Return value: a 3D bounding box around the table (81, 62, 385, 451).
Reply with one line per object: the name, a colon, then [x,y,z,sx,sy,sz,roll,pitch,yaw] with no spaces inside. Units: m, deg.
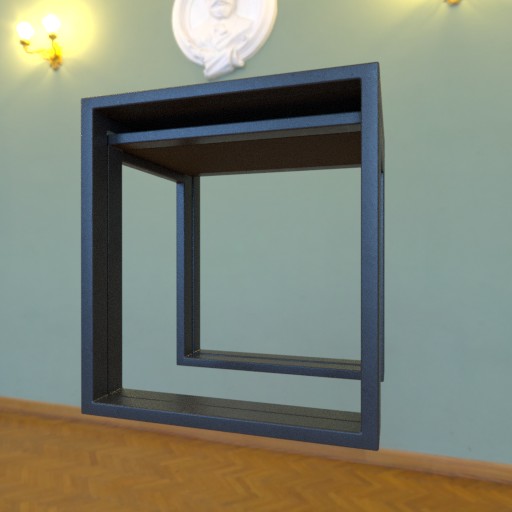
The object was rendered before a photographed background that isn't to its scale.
table: [0.000,0.000,0.910,0.500,0.550,0.449,0,0,17]
